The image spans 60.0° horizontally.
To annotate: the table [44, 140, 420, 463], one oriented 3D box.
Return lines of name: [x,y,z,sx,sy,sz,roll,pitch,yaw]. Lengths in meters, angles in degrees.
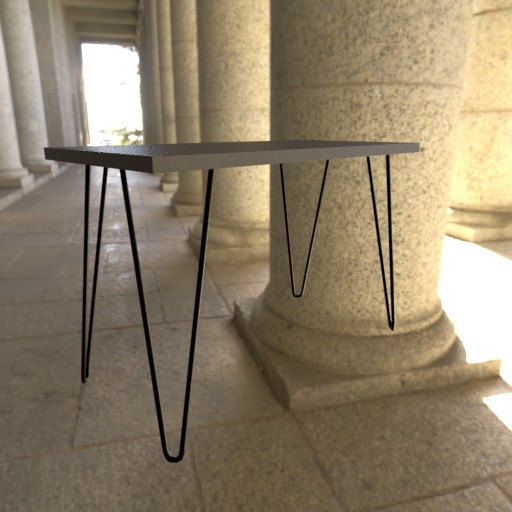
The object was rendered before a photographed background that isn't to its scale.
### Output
table: [0.000,0.000,1.357,0.991,0.660,0.499,-15,22,-42]
